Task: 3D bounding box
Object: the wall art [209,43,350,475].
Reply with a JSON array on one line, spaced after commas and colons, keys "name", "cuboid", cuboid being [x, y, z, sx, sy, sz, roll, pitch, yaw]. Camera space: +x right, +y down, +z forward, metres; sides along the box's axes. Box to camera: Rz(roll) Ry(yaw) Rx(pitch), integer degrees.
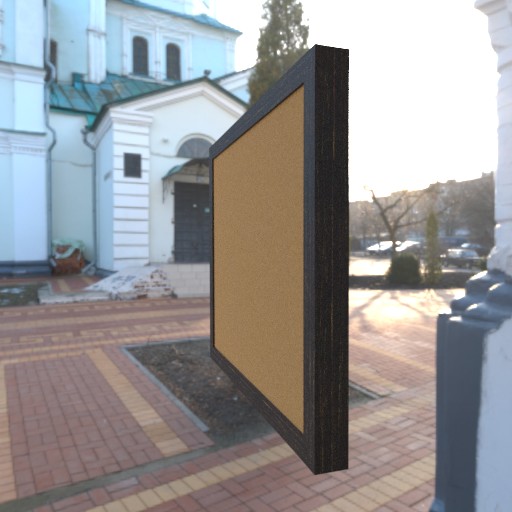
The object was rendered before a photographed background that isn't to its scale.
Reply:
[{"name": "wall art", "cuboid": [0.000, 0.000, 0.525, 0.031, 0.330, 0.381, 0, 1, -18]}]
